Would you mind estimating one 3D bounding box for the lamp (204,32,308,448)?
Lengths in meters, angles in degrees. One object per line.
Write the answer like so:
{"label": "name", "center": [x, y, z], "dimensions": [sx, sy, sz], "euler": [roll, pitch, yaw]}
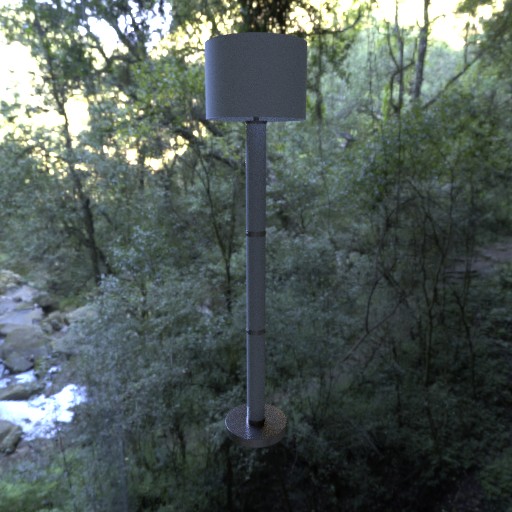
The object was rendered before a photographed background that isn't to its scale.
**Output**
{"label": "lamp", "center": [0.000, 0.000, 1.809], "dimensions": [0.377, 1.599, 0.377], "euler": [-2, 14, -10]}
